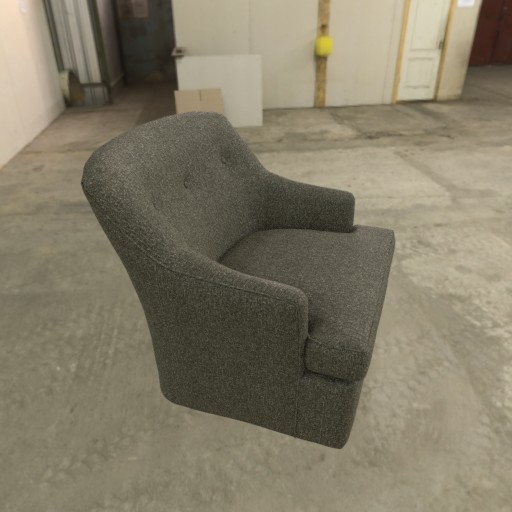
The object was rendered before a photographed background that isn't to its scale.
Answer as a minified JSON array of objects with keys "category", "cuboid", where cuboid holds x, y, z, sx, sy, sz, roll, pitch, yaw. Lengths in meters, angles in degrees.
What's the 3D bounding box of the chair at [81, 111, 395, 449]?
[{"category":"chair","cuboid":[0.000,0.000,1.593,0.923,0.856,0.864,11,32,18]}]
